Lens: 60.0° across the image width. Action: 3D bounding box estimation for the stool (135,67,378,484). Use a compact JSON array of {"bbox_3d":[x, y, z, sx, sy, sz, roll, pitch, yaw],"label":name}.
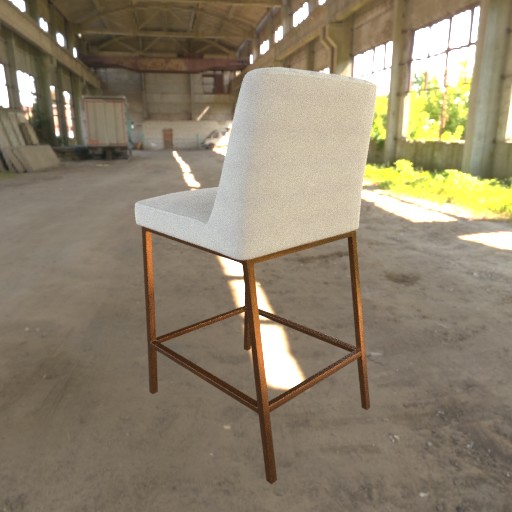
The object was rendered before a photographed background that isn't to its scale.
[{"bbox_3d":[0.000,0.000,1.320,0.507,0.973,0.576,-15,22,-42],"label":"stool"}]
